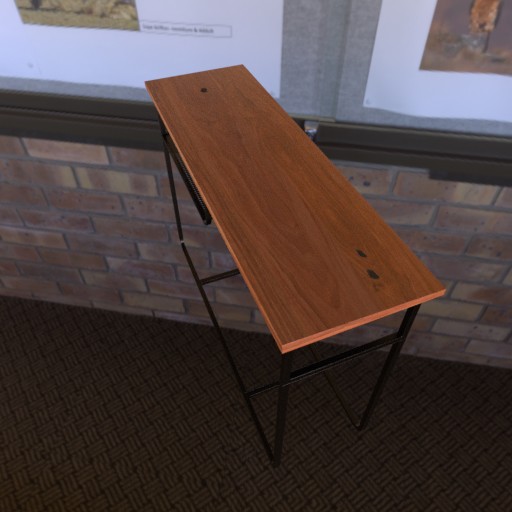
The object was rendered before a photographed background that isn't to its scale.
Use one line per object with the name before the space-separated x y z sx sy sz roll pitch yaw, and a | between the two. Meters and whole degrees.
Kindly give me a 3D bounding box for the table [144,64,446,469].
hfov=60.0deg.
table | 0.000 0.000 1.438 0.350 0.750 1.100 -17 49 -15
